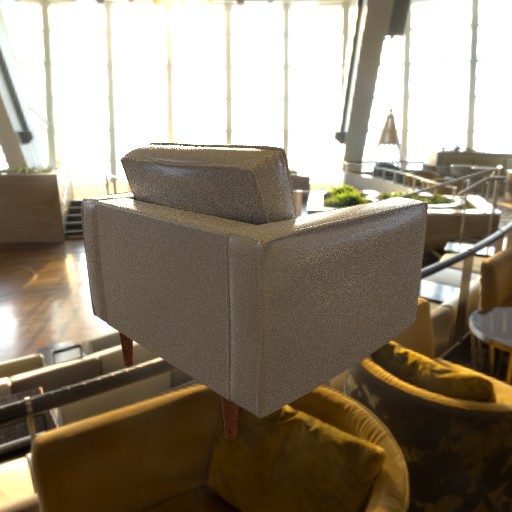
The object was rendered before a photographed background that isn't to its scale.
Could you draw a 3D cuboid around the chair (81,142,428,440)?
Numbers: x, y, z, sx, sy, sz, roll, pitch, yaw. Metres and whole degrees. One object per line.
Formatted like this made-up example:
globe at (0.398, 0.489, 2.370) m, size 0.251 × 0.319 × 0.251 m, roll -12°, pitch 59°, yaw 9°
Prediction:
chair at (0.000, 0.000, 1.552) m, size 0.843 × 0.773 × 0.928 m, roll -15°, pitch 21°, yaw -43°
